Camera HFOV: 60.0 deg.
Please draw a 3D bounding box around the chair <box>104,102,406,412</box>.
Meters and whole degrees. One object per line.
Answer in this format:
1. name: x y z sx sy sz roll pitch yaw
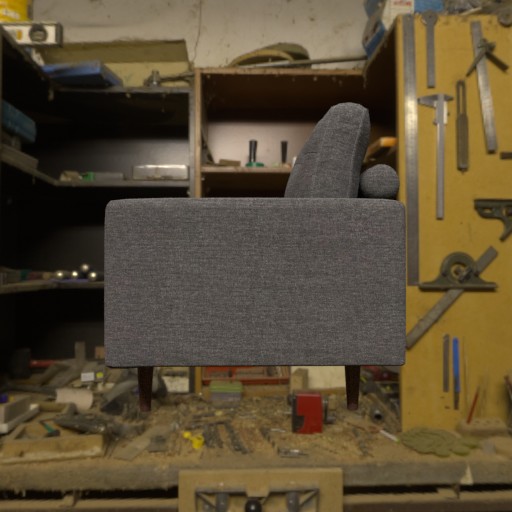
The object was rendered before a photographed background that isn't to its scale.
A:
1. chair: 0.000 0.000 1.541 0.843 0.880 0.821 0 0 -1
